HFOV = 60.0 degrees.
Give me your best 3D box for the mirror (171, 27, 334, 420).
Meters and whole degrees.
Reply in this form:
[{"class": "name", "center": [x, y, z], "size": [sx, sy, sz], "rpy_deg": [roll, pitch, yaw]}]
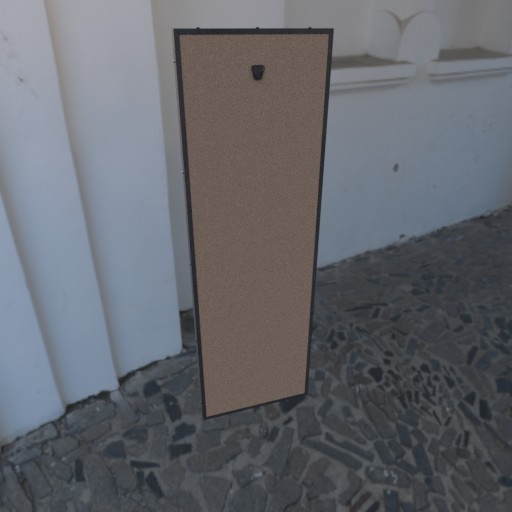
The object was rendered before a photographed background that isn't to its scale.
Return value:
[{"class": "mirror", "center": [0.000, 0.000, 1.177], "size": [0.354, 1.080, 0.042], "rpy_deg": [-8, 29, -16]}]
